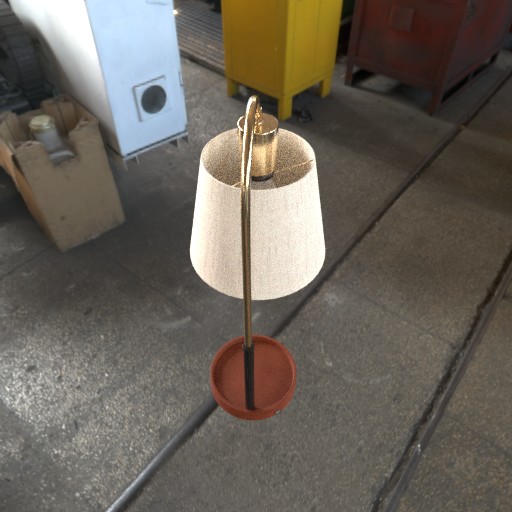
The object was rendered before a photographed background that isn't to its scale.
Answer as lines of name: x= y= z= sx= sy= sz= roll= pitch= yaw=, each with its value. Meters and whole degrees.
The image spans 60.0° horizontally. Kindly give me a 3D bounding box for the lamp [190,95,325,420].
lamp: x=0.000 y=0.000 z=0.665 sx=0.211 sy=0.536 sz=0.273 roll=3 pitch=46 yaw=3
